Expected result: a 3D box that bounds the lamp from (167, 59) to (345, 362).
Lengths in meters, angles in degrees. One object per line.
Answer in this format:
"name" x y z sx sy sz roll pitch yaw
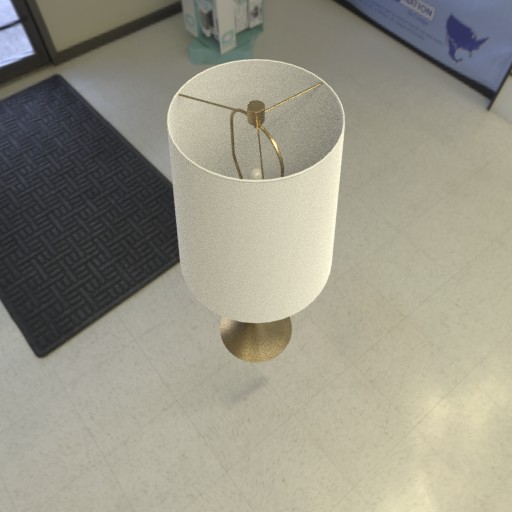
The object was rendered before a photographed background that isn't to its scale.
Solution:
"lamp" 0.000 0.000 0.684 0.231 0.569 0.231 0 58 0
